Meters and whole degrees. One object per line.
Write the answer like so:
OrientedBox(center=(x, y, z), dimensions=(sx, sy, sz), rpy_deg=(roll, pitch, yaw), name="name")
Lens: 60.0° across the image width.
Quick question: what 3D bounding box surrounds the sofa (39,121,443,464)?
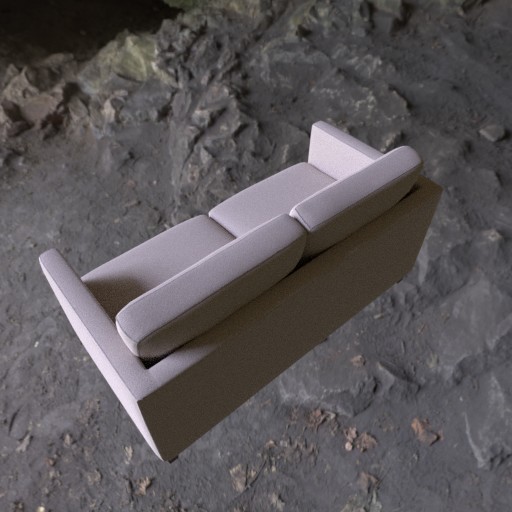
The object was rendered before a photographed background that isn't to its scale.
OrientedBox(center=(0.000, 0.000, 2.185), dimensions=(1.722, 0.888, 0.873), rpy_deg=(-32, 54, -26), name="sofa")
